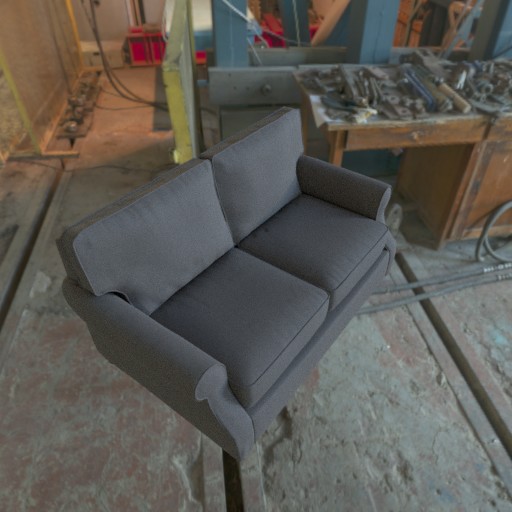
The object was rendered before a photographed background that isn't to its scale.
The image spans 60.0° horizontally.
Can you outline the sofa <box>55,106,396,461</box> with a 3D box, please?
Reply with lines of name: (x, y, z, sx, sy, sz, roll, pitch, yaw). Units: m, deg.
sofa: (0.000, 0.000, 2.237, 0.964, 0.937, 1.665, 26, 47, 27)
